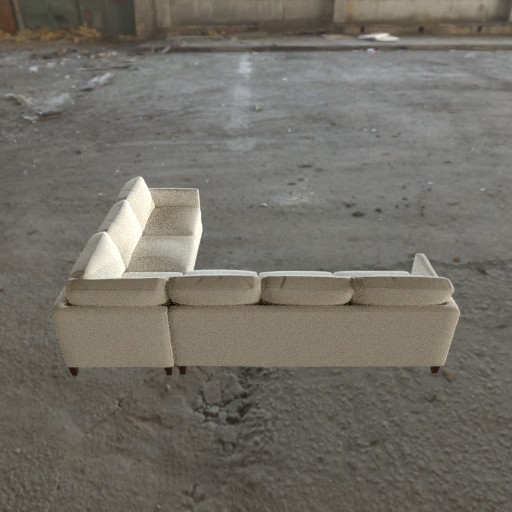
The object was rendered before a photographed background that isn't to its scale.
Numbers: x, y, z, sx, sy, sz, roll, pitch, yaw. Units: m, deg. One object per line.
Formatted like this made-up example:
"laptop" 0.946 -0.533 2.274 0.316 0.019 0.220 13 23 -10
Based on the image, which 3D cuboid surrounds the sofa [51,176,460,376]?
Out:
"sofa" 0.000 0.000 4.703 3.302 0.947 2.593 0 31 0
